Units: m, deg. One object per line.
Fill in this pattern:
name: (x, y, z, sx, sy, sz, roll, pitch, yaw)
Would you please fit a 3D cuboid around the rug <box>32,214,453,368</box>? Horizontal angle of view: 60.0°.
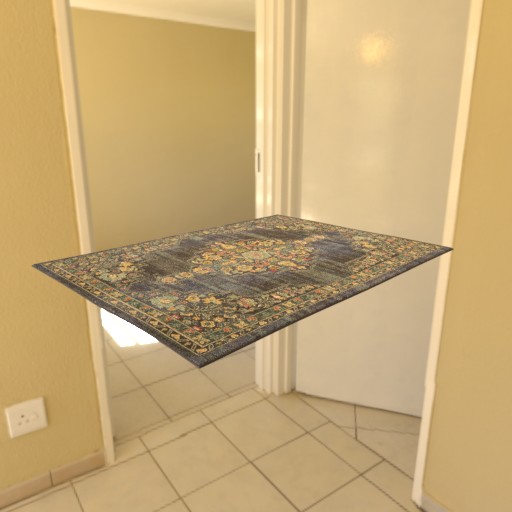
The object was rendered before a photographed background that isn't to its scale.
rug: (0.000, 0.000, 4.704, 3.612, 0.035, 2.716, -16, 23, -42)
